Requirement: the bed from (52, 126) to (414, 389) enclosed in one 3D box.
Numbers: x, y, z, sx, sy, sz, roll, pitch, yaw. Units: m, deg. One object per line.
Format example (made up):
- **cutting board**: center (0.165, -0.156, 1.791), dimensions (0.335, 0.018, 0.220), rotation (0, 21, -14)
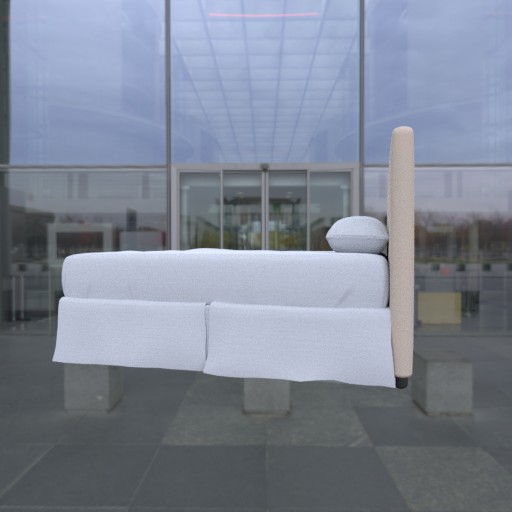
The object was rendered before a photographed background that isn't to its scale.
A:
- **bed**: center (0.000, 0.000, 3.321), dimensions (2.142, 1.330, 1.884), rotation (0, 1, 16)
